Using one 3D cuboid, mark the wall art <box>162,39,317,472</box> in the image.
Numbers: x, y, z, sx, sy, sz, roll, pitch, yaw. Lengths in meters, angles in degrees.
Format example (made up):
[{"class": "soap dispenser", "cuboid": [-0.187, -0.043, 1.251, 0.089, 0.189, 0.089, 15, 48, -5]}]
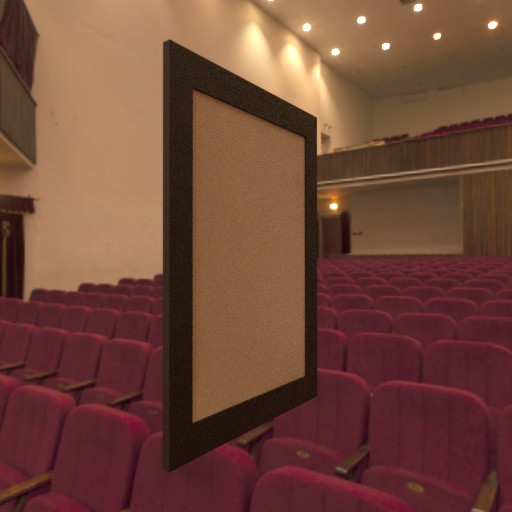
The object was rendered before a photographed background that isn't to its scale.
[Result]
[{"class": "wall art", "cuboid": [0.000, 0.000, 0.667, 0.013, 0.508, 0.359, 0, 0, 36]}]
